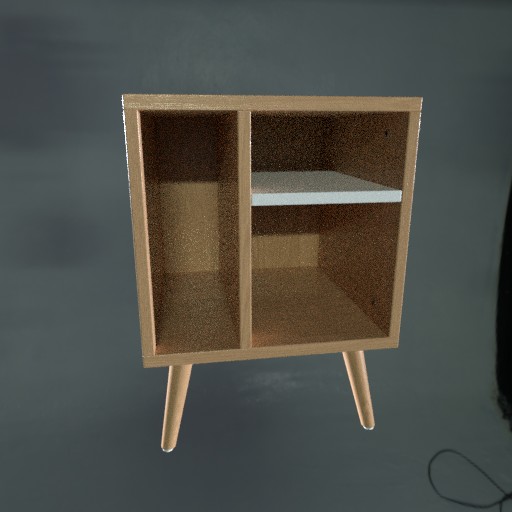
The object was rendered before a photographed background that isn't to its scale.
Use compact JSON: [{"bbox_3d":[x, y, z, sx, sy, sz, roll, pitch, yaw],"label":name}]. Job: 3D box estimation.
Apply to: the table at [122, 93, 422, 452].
[{"bbox_3d":[0.000,0.000,0.844,0.400,0.550,0.400,-3,16,-9],"label":"table"}]
